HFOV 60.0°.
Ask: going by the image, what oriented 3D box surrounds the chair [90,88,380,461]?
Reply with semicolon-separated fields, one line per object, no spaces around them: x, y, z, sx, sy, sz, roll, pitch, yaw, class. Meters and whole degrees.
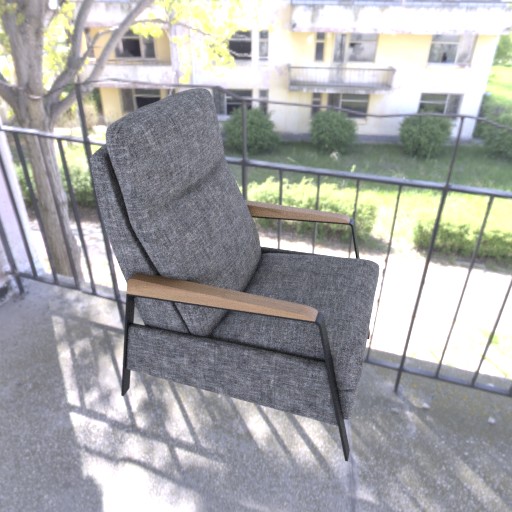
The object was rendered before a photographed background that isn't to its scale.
0.000;0.000;1.588;0.868;1.042;0.671;10;33;16;chair
